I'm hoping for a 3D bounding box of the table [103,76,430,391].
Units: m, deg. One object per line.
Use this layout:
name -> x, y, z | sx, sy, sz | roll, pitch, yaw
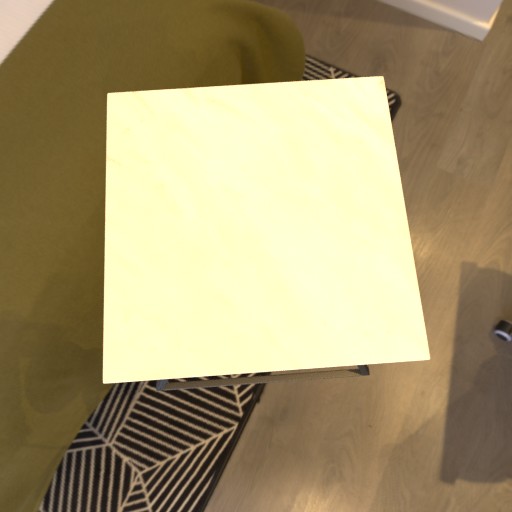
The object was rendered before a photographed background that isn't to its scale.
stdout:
table -> 0.000, 0.000, 0.805 | 0.455, 0.431, 0.455 | -4, 75, -1
